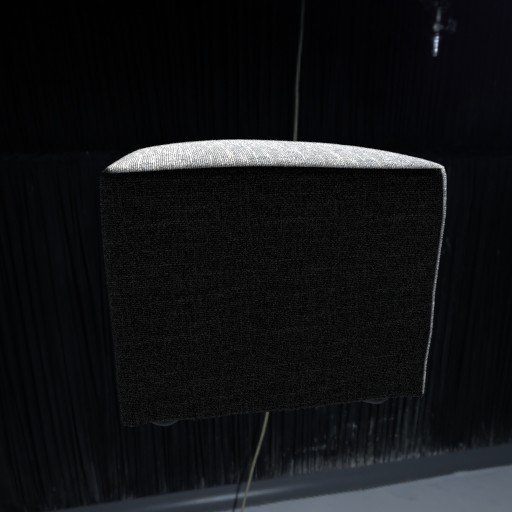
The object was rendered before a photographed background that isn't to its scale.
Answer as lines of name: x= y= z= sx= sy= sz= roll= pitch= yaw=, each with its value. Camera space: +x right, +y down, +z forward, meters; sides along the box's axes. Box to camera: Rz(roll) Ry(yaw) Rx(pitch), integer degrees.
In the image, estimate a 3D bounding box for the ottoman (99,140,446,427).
ottoman: x=0.000 y=0.000 z=0.904 sx=0.512 sy=0.453 sz=0.521 roll=-3 pitch=16 yaw=-9
